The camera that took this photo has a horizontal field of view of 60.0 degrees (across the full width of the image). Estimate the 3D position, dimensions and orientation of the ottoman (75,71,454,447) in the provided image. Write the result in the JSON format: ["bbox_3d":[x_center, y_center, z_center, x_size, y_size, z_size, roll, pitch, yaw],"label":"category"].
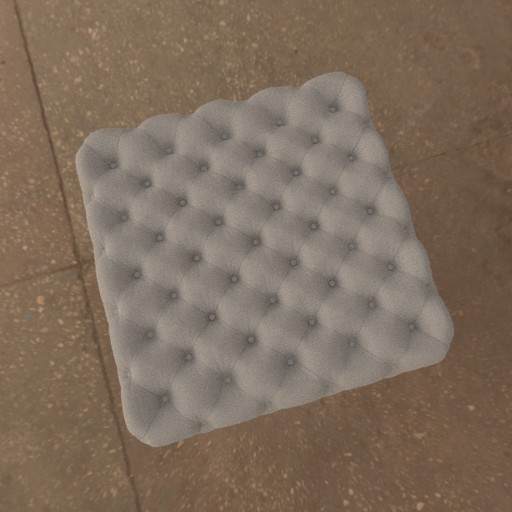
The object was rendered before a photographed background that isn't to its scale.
[{"bbox_3d":[0.000,0.000,1.402,0.911,0.439,0.917,-15,77,-4],"label":"ottoman"}]
